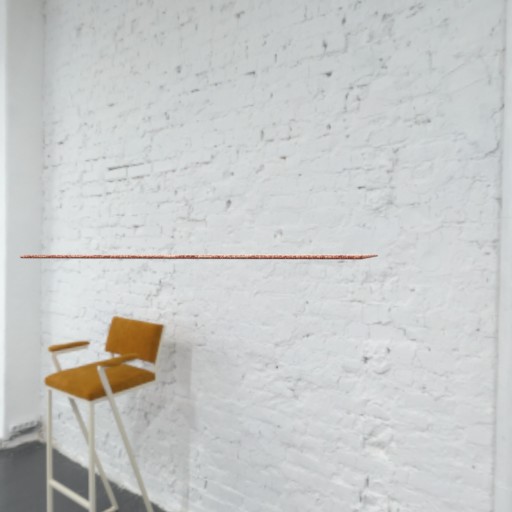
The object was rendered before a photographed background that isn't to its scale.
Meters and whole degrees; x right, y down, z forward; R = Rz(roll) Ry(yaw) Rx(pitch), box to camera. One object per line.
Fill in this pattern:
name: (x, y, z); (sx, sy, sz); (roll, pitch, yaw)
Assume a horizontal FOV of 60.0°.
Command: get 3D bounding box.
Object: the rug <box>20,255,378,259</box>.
rug: (0.000, 0.000, 2.968); (1.524, 0.015, 2.438); (0, 0, 17)
